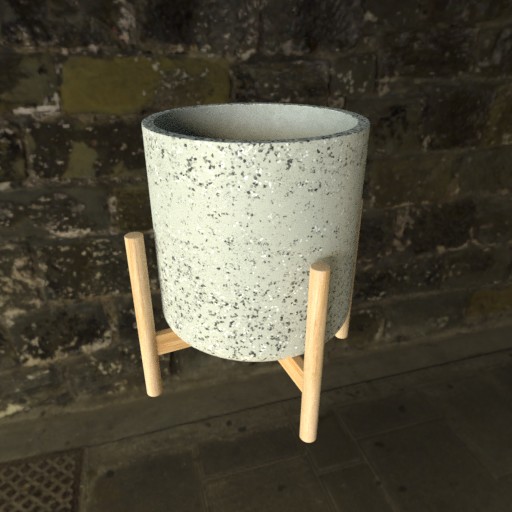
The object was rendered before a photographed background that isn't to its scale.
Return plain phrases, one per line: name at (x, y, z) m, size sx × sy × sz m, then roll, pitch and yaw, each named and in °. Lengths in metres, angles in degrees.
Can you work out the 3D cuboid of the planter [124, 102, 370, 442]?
planter at (0.000, 0.000, 0.697) m, size 0.360 × 0.419 × 0.360 m, roll -1°, pitch 27°, yaw -2°
